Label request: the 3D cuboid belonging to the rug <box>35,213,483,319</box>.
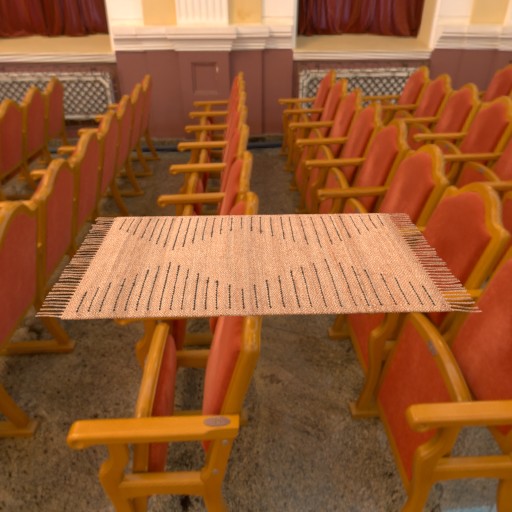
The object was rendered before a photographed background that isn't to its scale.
[{"bbox_3d":[0.000,0.000,2.058,1.718,0.017,0.905,-1,30,-2],"label":"rug"}]
